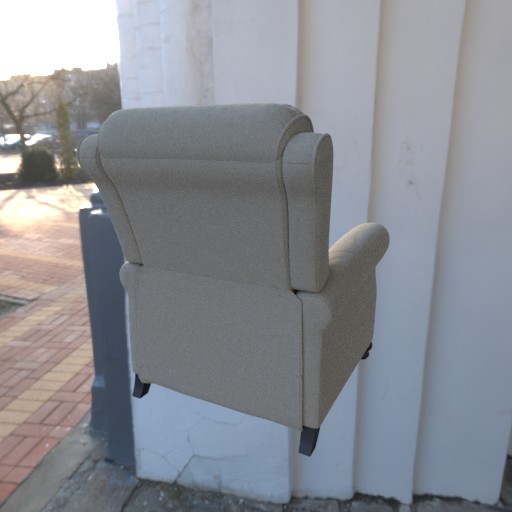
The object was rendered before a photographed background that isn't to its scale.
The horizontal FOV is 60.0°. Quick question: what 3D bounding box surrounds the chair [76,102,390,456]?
[{"bbox_3d":[0.000,0.000,1.687,0.859,1.046,0.919,8,17,27],"label":"chair"}]
